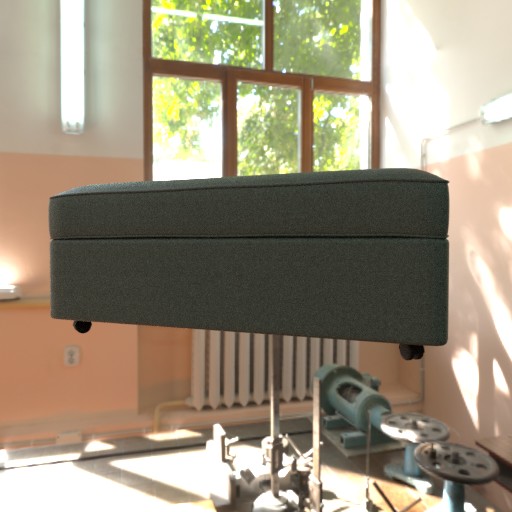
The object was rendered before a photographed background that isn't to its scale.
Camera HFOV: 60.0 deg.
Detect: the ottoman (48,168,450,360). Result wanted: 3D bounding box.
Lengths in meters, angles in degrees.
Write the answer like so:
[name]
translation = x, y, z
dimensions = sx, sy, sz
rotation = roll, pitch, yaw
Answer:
[ottoman]
translation = 0.000, 0.000, 1.509
dimensions = 1.173, 0.494, 0.681
rotation = 1, 2, 20
